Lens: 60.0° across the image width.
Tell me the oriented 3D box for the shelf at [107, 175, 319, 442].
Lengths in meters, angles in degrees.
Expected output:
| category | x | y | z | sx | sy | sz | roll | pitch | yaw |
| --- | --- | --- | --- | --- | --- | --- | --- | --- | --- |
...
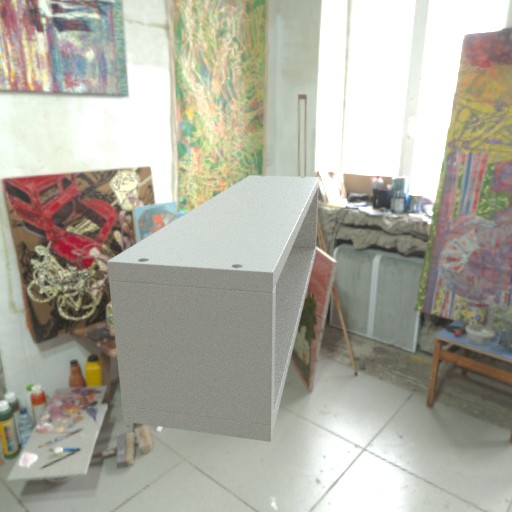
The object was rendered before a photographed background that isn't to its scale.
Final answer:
| category | x | y | z | sx | sy | sz | roll | pitch | yaw |
| --- | --- | --- | --- | --- | --- | --- | --- | --- | --- |
| shelf | 0.000 | 0.000 | 0.692 | 0.150 | 0.170 | 0.610 | 3 | 18 | 11 |
